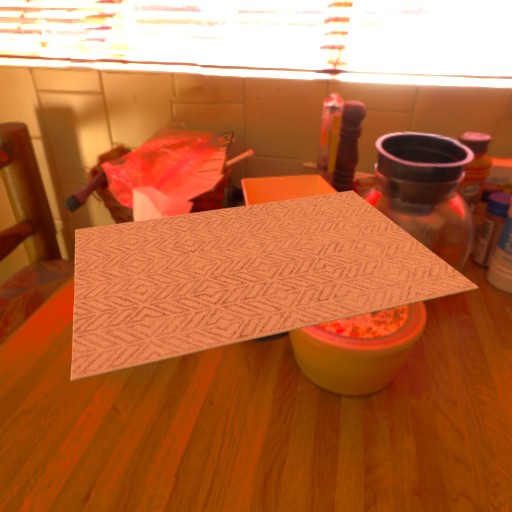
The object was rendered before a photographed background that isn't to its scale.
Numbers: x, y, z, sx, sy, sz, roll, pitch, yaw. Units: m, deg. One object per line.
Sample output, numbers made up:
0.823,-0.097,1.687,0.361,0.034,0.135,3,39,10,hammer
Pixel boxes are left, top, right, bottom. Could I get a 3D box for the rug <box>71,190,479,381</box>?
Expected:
0.000,0.000,2.352,1.828,0.007,1.220,-10,33,-16,rug
